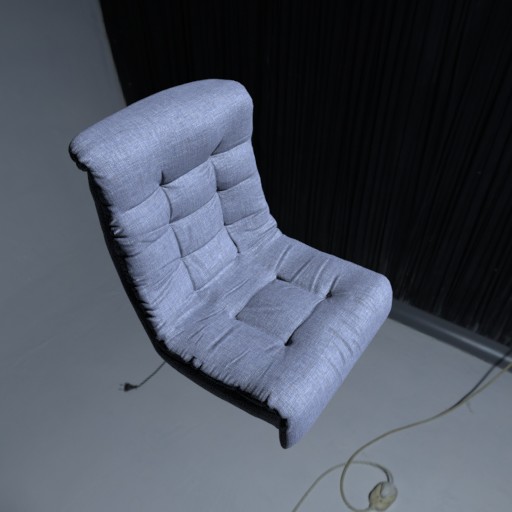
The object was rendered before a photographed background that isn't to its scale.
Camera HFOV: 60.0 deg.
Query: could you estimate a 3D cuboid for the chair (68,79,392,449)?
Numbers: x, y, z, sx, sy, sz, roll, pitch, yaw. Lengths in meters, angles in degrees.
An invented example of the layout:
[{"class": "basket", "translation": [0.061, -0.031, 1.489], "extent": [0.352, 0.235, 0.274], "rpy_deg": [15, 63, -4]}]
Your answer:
[{"class": "chair", "translation": [0.000, 0.000, 1.206], "extent": [0.668, 0.749, 0.597], "rpy_deg": [25, 46, 27]}]
